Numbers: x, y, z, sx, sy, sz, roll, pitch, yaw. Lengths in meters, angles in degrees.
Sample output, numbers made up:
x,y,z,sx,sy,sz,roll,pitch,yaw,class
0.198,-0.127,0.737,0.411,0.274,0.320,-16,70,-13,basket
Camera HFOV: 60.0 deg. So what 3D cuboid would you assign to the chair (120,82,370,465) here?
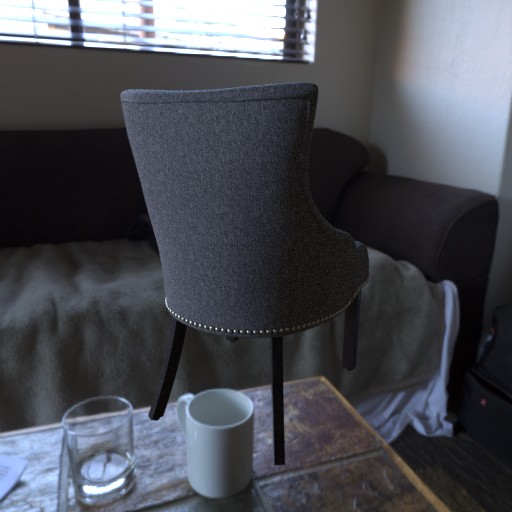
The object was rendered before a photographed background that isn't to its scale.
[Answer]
x,y,z,sx,sy,sz,roll,pitch,yaw,class
0.000,0.000,1.312,0.566,0.909,0.629,8,18,25,chair
